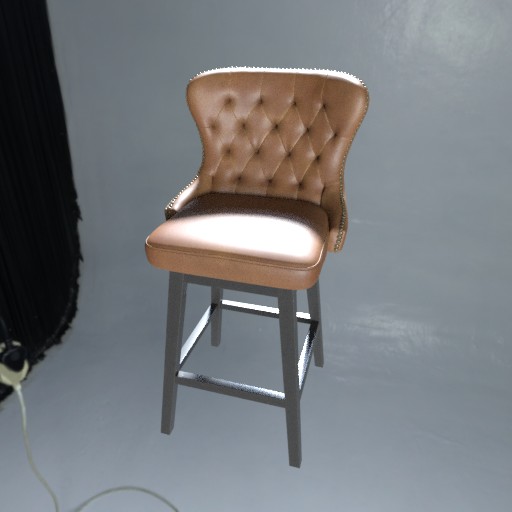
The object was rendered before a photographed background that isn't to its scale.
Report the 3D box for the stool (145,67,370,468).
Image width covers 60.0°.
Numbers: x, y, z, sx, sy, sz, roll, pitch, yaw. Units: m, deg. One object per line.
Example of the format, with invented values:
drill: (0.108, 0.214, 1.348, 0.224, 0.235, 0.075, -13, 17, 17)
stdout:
stool: (0.000, 0.000, 1.301, 0.528, 0.971, 0.593, 8, 30, 14)
